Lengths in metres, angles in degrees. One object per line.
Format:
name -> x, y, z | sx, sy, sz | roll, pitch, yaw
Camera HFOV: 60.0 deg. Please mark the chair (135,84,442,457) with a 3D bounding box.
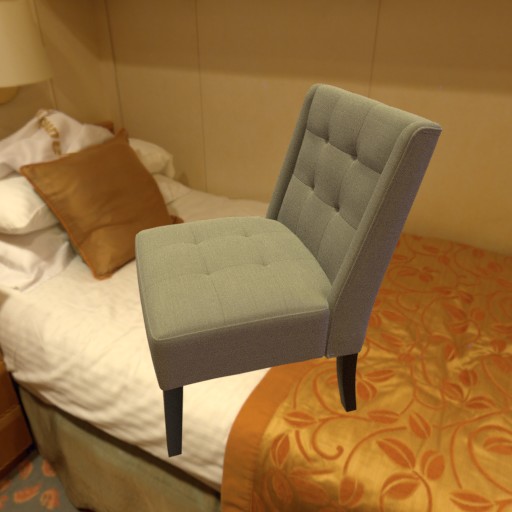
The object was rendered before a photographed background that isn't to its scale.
chair -> 0.000, 0.000, 1.286 | 0.676, 0.853, 0.569 | -9, 31, -15
